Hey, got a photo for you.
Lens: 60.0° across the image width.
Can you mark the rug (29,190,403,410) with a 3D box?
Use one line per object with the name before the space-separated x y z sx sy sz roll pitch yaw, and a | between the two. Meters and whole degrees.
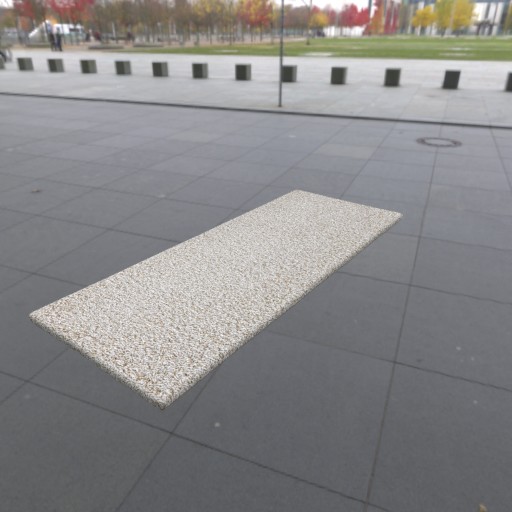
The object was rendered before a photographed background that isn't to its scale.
rug | 0.000 0.000 1.739 0.609 0.030 1.524 19 32 33
